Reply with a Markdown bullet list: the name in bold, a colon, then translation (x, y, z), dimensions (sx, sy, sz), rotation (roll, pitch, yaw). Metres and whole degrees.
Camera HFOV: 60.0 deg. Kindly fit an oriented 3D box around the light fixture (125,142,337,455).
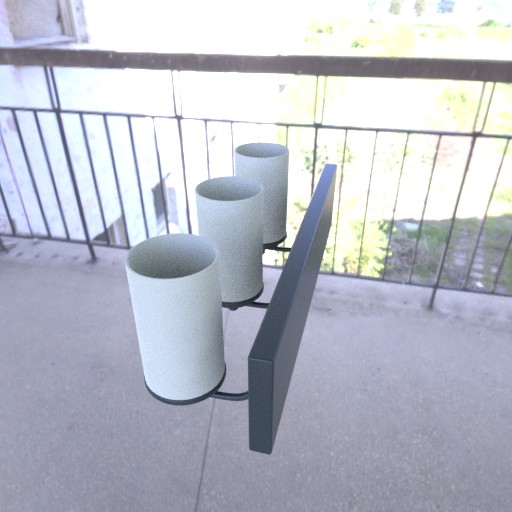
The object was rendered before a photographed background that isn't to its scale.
- **light fixture**: translation (0.000, 0.000, 0.546), dimensions (0.145, 0.172, 0.451), rotation (8, 31, 13)
